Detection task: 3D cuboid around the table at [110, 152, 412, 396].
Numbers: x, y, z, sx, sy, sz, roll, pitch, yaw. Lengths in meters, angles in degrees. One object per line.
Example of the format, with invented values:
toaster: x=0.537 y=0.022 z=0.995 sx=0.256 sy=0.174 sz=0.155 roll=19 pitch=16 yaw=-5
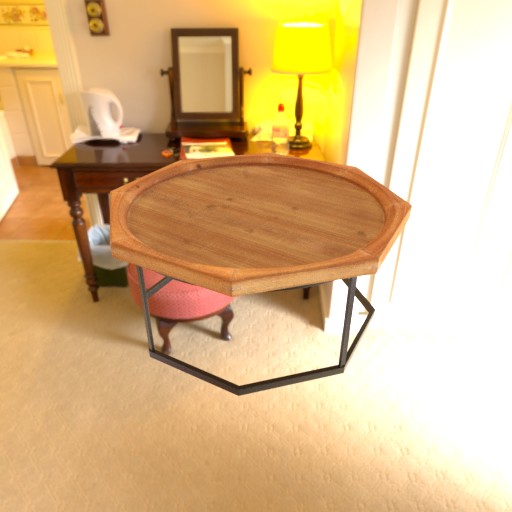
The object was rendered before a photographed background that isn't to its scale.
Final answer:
table: x=0.000 y=0.000 z=1.571 sx=1.002 sy=0.444 sz=1.002 roll=0 pitch=30 yaw=0
